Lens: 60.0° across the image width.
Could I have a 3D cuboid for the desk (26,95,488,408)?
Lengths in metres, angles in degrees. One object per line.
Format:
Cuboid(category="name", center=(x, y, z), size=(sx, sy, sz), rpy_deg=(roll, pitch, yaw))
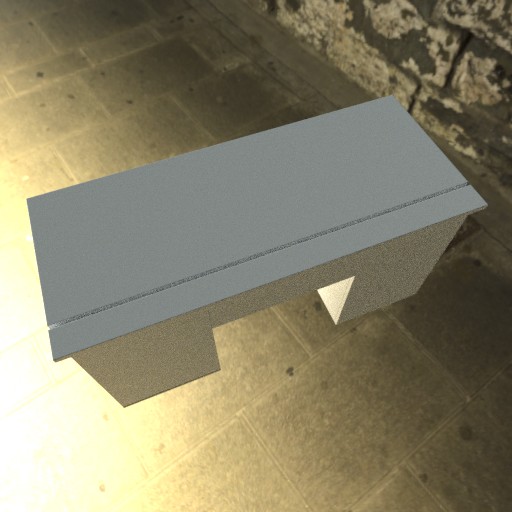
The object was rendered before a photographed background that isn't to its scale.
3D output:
Cuboid(category="desk", center=(0.000, 0.000, 1.966), size=(1.580, 0.760, 0.670), rpy_deg=(-19, 60, -11))
